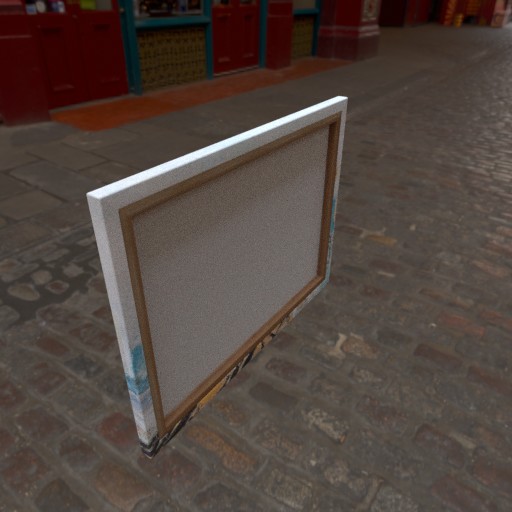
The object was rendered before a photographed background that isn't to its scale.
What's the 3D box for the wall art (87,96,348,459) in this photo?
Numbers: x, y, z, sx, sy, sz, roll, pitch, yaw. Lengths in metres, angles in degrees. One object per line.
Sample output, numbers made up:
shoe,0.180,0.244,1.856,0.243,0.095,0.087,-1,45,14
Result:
wall art,0.000,0.000,1.349,0.038,0.762,1.016,20,37,30
